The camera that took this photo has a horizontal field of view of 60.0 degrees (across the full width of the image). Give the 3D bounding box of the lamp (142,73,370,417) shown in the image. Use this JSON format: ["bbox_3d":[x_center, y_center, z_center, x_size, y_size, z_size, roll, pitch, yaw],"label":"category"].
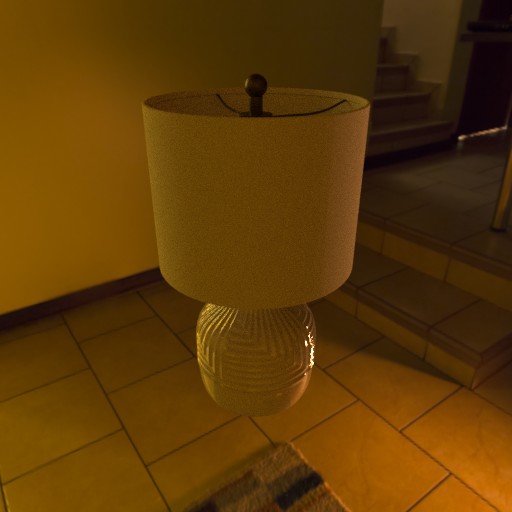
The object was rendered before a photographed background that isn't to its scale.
[{"bbox_3d":[0.000,0.000,0.743,0.318,0.567,0.318,0,27,0],"label":"lamp"}]
